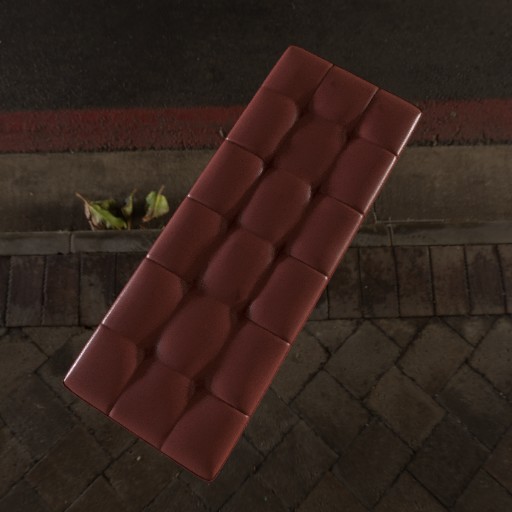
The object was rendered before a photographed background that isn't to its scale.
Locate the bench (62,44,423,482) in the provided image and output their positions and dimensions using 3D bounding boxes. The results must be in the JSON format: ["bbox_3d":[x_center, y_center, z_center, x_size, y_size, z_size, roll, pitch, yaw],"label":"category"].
[{"bbox_3d":[0.000,0.000,1.331,0.432,0.460,1.105,30,78,7],"label":"bench"}]
